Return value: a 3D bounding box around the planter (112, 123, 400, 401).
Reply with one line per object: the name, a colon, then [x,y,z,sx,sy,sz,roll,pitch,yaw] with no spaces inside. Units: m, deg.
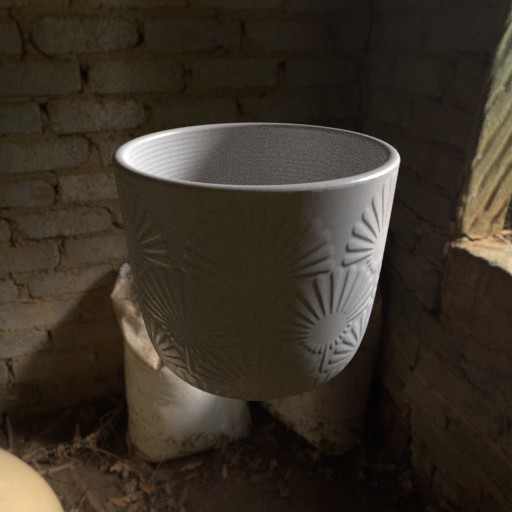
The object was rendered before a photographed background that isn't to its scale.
planter: [0.000,0.000,0.222,0.124,0.109,0.124,0,26,0]
